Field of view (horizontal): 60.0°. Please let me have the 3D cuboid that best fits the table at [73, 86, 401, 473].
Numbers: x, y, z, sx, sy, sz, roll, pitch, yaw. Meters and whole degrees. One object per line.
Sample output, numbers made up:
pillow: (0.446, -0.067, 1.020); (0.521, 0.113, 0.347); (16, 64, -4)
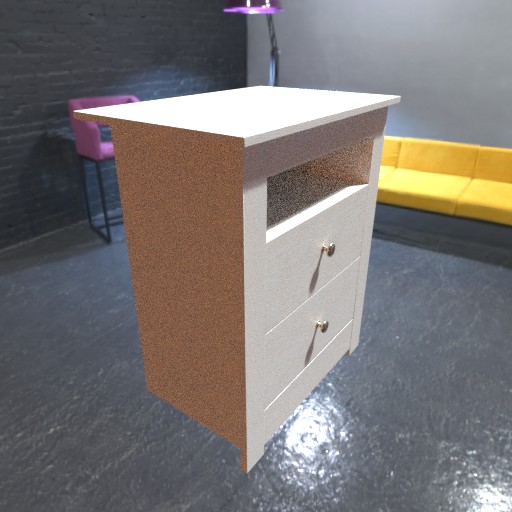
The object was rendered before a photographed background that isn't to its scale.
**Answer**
table: (0.000, 0.000, 1.081); (0.406, 0.711, 0.589); (18, 32, 32)
